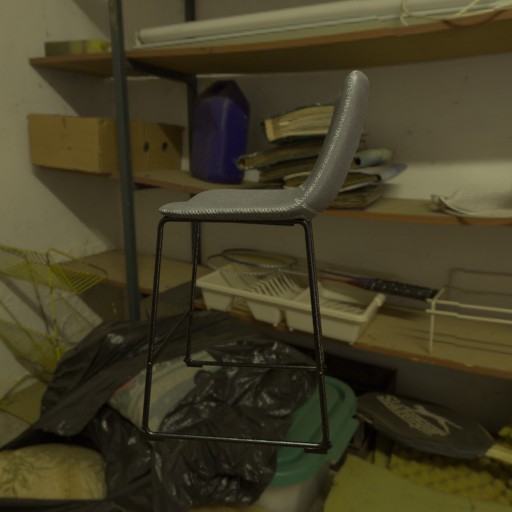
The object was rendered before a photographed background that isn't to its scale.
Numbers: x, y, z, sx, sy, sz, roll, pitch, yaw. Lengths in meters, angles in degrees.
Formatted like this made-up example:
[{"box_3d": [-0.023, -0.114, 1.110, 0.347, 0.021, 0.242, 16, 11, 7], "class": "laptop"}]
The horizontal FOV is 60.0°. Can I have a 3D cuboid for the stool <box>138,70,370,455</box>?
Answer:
[{"box_3d": [0.000, 0.000, 1.189, 0.546, 0.876, 0.470, 2, 13, 7], "class": "stool"}]
